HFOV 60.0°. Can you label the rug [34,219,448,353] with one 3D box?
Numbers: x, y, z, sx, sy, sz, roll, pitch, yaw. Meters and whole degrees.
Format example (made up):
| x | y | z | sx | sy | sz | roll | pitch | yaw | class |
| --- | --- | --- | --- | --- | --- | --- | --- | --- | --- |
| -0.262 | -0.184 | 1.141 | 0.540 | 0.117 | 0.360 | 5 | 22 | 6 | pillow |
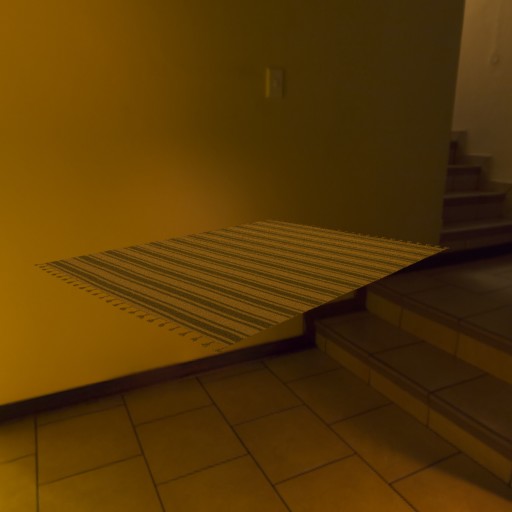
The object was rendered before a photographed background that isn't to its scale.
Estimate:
| x | y | z | sx | sy | sz | roll | pitch | yaw | class |
| --- | --- | --- | --- | --- | --- | --- | --- | --- | --- |
| 0.000 | 0.000 | 4.220 | 2.439 | 0.005 | 3.201 | 14 | 20 | 42 | rug |
